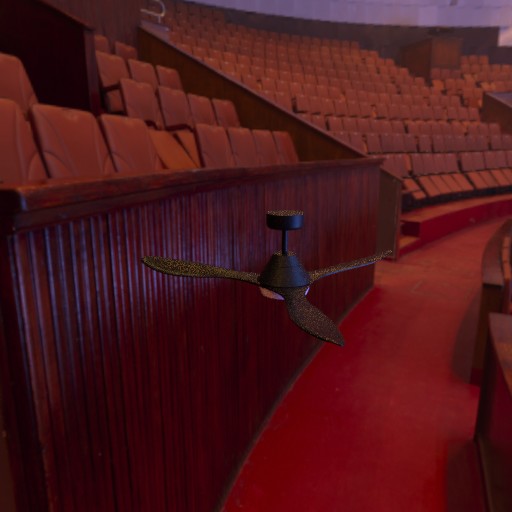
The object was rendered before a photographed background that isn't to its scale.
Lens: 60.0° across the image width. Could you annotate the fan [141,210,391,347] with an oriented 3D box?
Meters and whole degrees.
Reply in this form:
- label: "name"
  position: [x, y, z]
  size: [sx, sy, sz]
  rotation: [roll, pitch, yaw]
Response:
- label: "fan"
  position: [0.000, 0.000, 1.616]
  size: [1.067, 0.305, 1.067]
  rotation: [3, 14, 10]
